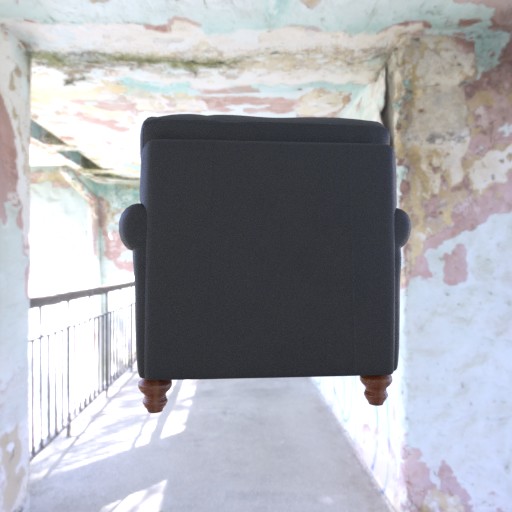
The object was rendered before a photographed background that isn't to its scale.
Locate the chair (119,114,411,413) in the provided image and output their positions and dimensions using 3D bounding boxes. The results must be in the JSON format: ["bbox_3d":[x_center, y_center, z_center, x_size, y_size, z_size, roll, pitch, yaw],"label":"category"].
[{"bbox_3d":[0.000,0.000,1.809,1.015,0.960,1.027,0,0,0],"label":"chair"}]
